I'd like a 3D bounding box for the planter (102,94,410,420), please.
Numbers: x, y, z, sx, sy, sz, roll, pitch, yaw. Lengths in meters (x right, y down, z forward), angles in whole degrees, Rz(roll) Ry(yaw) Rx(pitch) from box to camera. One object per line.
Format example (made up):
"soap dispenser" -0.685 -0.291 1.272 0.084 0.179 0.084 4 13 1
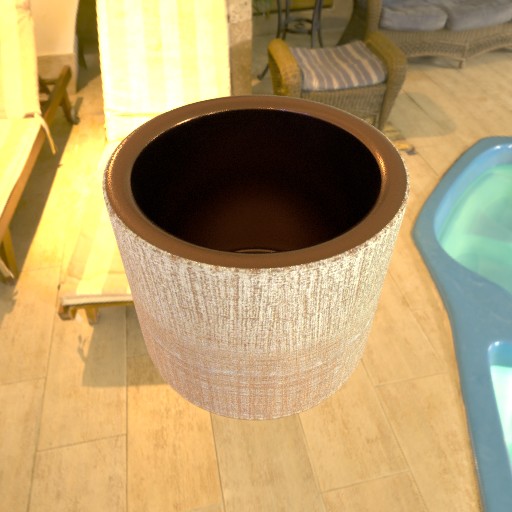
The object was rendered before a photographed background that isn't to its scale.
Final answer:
"planter" 0.000 0.000 0.191 0.109 0.096 0.109 0 45 0
